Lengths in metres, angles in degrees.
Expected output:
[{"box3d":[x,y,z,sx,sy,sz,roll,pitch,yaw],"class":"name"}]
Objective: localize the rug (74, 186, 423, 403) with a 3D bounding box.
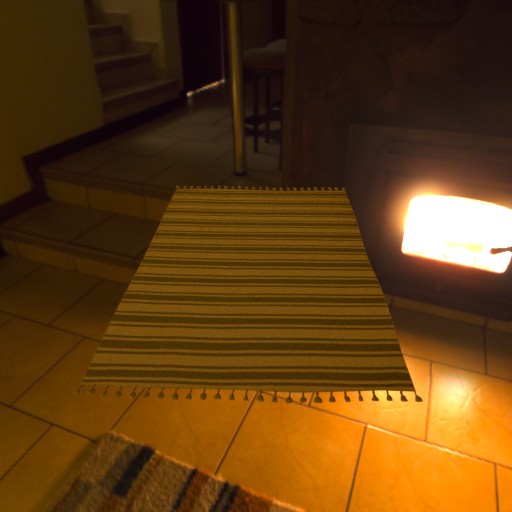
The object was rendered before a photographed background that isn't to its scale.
[{"box3d":[0.000,0.000,2.261,1.162,0.013,1.875,1,31,2],"class":"rug"}]
